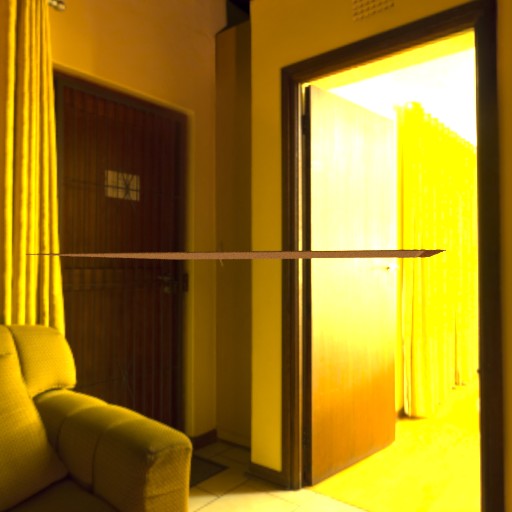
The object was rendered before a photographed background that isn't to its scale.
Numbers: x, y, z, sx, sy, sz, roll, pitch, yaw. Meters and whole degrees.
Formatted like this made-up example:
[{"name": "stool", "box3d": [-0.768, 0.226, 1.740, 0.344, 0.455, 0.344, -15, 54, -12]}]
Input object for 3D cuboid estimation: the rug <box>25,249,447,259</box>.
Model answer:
[{"name": "rug", "box3d": [0.000, 0.000, 3.500, 2.651, 0.010, 1.971, 0, -1, 19]}]
